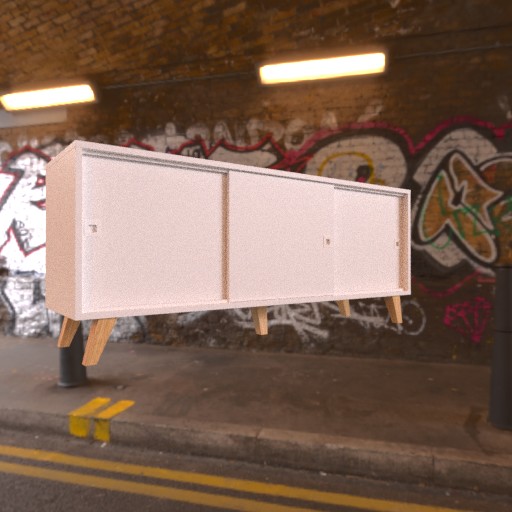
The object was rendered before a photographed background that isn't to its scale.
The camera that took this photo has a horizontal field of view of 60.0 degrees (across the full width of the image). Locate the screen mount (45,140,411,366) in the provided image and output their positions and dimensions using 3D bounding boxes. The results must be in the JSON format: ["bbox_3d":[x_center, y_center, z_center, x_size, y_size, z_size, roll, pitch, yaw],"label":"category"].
[{"bbox_3d":[0.000,0.000,1.791,1.490,0.619,0.400,0,0,-36],"label":"screen mount"}]
